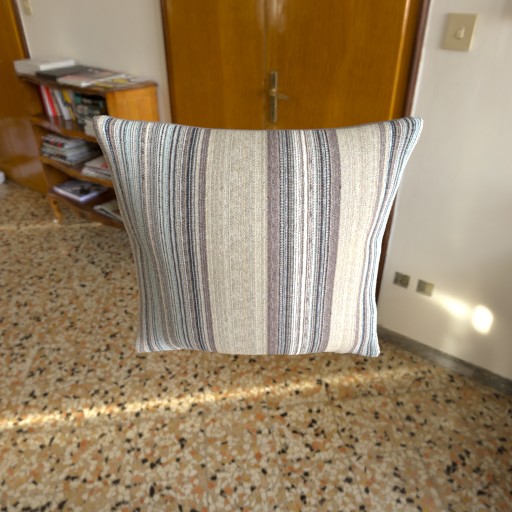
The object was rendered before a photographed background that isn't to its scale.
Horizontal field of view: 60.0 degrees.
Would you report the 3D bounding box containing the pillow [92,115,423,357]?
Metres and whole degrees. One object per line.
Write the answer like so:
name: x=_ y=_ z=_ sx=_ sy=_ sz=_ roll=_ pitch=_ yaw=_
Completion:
pillow: x=0.000 y=0.000 z=0.674 sx=0.435 sy=0.416 sz=0.189 roll=1 pitch=31 yaw=1
